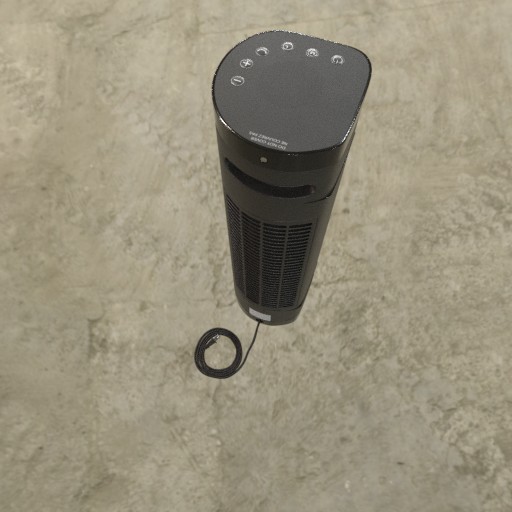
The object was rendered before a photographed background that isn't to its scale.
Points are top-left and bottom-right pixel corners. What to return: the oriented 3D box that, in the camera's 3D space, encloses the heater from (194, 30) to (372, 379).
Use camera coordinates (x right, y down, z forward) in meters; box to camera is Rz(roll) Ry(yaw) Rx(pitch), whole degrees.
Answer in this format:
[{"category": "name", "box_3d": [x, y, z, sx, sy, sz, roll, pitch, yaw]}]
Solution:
[{"category": "heater", "box_3d": [0.000, 0.000, 0.685, 0.174, 0.552, 0.312, 20, 65, 9]}]
